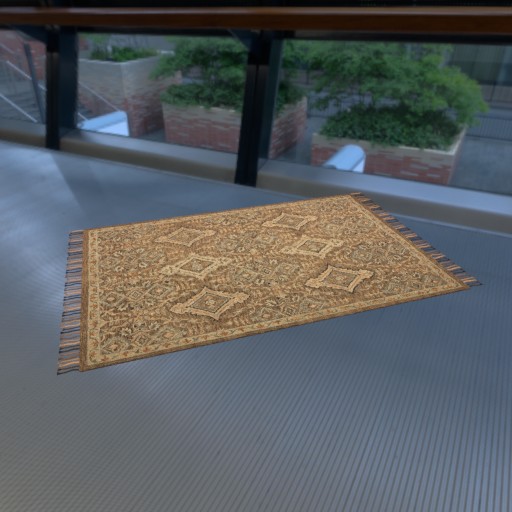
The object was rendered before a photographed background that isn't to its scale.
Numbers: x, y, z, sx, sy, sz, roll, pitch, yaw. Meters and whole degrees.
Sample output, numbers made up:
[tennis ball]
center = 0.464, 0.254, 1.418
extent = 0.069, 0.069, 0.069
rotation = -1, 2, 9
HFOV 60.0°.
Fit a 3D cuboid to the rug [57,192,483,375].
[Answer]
[rug]
center = 0.000, 0.000, 3.001
extent = 2.434, 0.010, 1.516
rotation = -9, 32, -15
